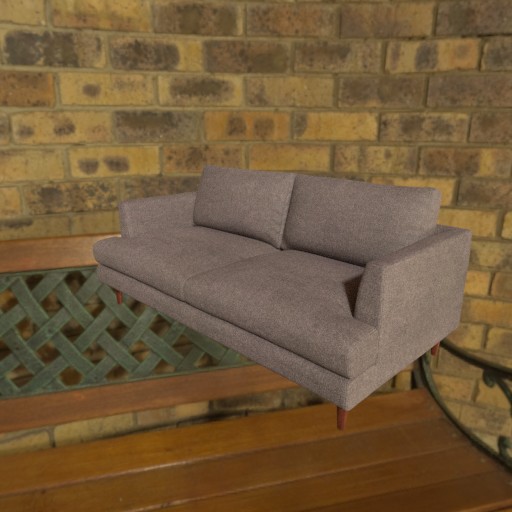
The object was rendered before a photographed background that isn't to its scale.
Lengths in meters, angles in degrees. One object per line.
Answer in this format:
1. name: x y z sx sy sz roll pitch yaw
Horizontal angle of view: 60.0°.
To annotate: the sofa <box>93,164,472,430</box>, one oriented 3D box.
1. sofa: 0.000 0.000 2.487 1.020 0.868 1.948 -16 23 -42
